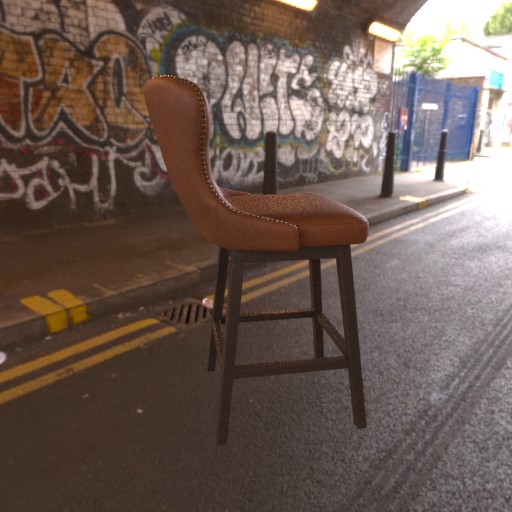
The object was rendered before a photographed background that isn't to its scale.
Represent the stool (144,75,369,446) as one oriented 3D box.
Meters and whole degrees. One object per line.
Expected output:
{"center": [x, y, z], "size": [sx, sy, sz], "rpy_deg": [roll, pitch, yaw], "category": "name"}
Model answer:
{"center": [0.000, 0.000, 1.332], "size": [0.593, 0.971, 0.528], "rpy_deg": [-3, 16, -10], "category": "stool"}
